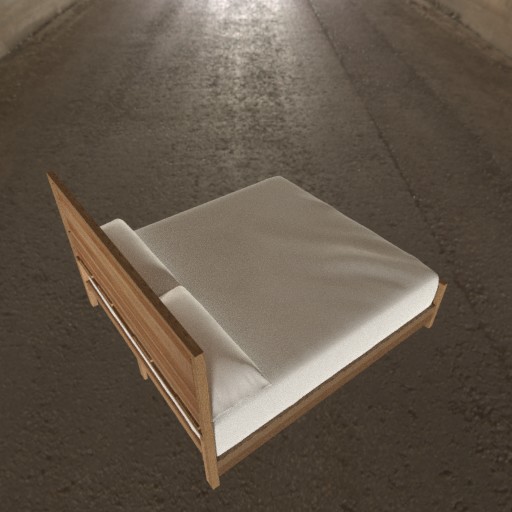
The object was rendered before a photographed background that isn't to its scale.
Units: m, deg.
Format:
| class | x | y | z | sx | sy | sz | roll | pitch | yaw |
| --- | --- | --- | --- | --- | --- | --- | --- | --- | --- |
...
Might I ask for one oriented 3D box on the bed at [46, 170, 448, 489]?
| class | x | y | z | sx | sy | sz | roll | pitch | yaw |
| --- | --- | --- | --- | --- | --- | --- | --- | --- | --- |
| bed | 0.000 | 0.000 | 3.424 | 2.184 | 1.295 | 2.013 | -26 | 46 | -28 |
